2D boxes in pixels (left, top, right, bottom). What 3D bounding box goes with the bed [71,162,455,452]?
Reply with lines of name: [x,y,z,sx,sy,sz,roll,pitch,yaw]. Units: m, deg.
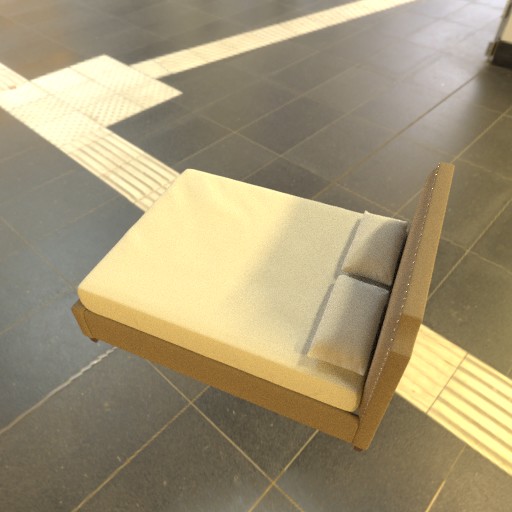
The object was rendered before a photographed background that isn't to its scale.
bed: [0.000,0.000,3.377,2.329,1.415,1.703,17,49,16]
